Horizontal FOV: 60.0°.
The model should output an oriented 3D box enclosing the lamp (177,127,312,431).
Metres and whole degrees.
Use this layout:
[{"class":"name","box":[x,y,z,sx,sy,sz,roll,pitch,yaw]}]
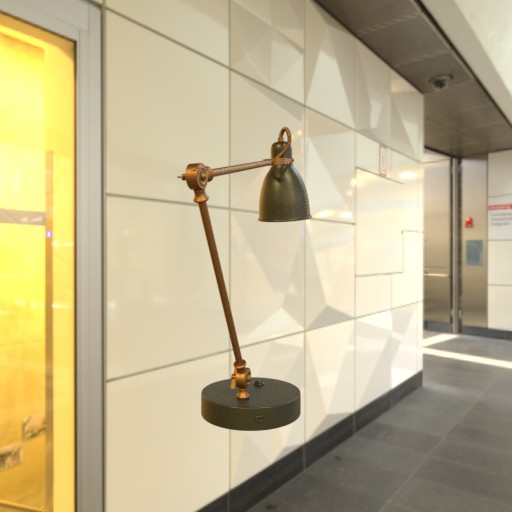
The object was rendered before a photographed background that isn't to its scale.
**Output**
[{"class":"lamp","box":[0.000,0.000,0.864,0.187,0.587,0.561,0,0,19]}]
